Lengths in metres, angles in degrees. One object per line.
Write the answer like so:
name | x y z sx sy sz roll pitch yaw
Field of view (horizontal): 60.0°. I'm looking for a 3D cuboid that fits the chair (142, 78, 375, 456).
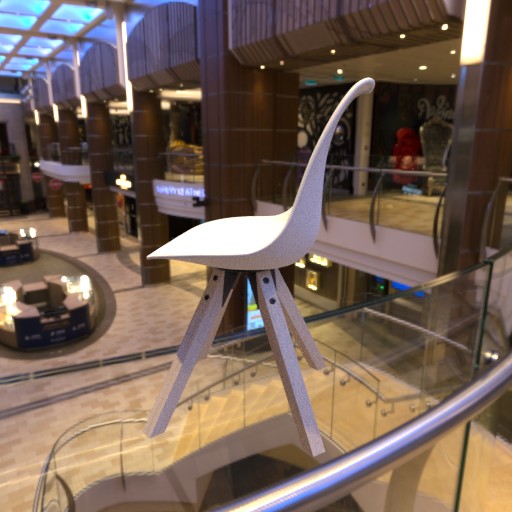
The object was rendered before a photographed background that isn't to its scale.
chair | 0.000 0.000 1.178 0.550 0.850 0.485 2 15 9
